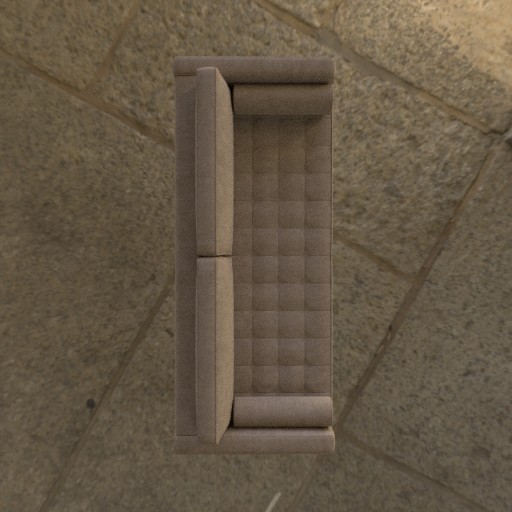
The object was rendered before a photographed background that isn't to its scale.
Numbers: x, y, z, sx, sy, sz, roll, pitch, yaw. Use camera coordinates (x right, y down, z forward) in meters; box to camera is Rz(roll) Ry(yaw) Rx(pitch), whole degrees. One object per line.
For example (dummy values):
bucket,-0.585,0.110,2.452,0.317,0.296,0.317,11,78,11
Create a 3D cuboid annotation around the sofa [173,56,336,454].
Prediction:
sofa,0.000,0.000,2.615,0.919,0.770,2.200,0,91,0
